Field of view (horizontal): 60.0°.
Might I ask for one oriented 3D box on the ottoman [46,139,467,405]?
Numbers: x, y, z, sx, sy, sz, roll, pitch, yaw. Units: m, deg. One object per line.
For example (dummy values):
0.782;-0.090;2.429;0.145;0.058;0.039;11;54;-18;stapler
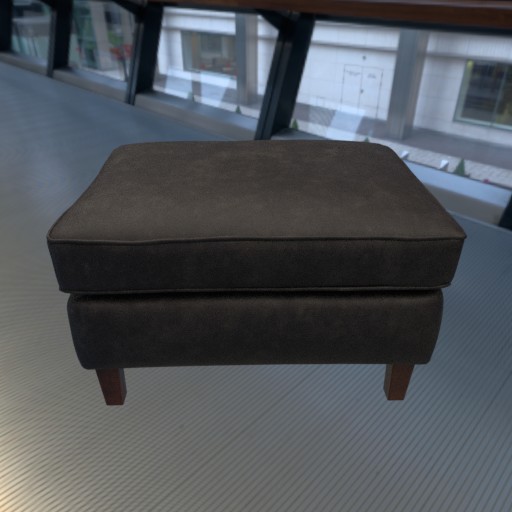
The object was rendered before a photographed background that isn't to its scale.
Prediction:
0.000;0.000;0.951;0.665;0.413;0.501;-1;31;-1;ottoman
